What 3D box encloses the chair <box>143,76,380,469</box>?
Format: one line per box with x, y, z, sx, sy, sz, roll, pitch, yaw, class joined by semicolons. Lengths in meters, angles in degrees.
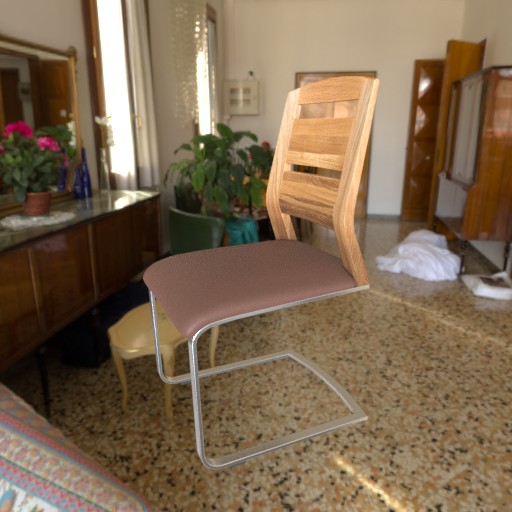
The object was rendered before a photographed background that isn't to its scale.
0.000;0.000;1.266;0.570;0.970;0.460;-7;18;-24;chair
